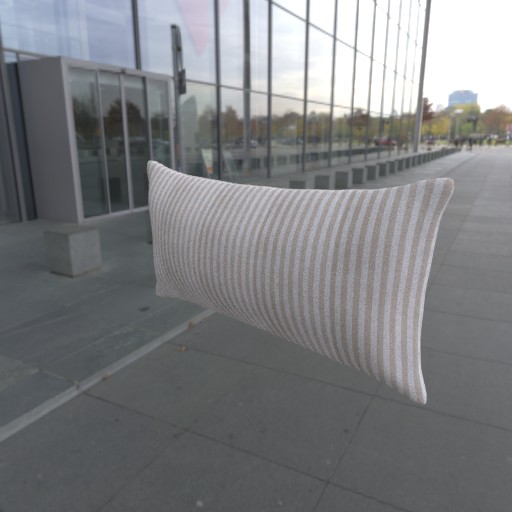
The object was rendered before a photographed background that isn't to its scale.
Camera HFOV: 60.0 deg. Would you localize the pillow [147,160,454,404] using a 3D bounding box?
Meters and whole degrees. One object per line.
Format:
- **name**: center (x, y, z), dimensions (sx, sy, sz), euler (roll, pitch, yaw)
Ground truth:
- **pillow**: center (0.000, 0.000, 0.743), dimensions (0.617, 0.295, 0.151), euler (14, 20, 42)
